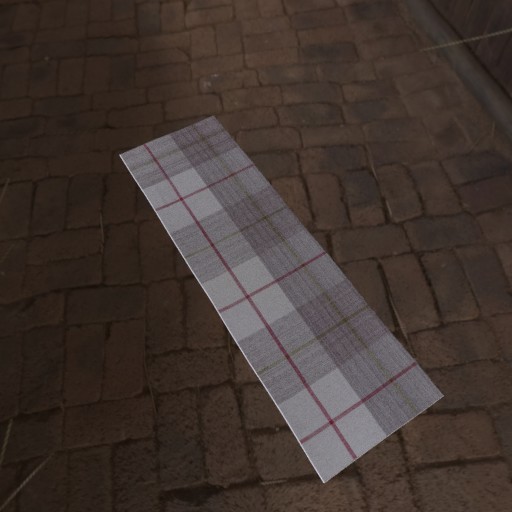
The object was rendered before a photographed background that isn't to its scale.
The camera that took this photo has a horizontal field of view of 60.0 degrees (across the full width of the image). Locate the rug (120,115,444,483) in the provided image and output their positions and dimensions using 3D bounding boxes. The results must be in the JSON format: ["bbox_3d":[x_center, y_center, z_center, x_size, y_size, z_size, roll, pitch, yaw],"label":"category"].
[{"bbox_3d":[0.000,0.000,2.707,0.762,0.013,2.439,-28,63,-16],"label":"rug"}]
